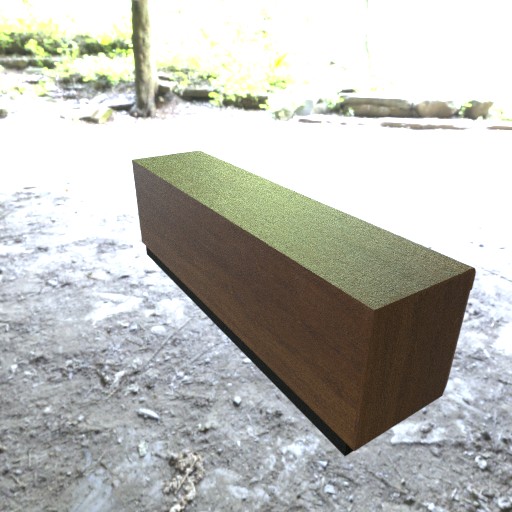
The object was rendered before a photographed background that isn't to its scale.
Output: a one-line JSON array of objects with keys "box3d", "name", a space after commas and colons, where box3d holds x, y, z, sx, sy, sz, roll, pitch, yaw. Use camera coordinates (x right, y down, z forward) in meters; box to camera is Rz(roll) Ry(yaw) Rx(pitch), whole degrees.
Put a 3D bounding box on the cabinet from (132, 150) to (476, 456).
[{"box3d": [0.000, 0.000, 1.799, 0.419, 0.510, 1.600, -16, 31, -29], "name": "cabinet"}]
